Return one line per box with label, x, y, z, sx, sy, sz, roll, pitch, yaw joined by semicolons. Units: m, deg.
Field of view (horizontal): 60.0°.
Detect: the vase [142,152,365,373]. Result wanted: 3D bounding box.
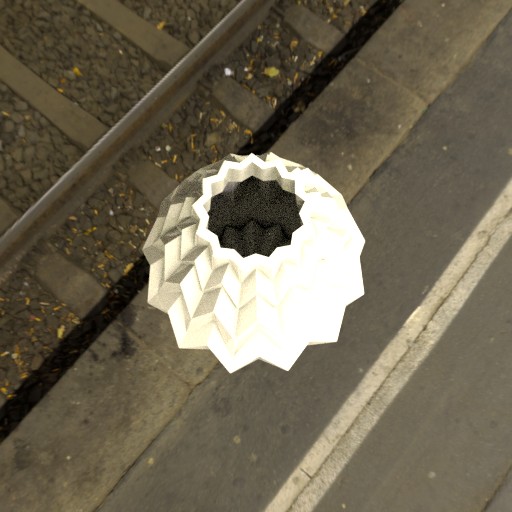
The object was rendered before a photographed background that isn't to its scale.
vase;0.000;0.000;0.314;0.164;0.185;0.164;0;75;0
